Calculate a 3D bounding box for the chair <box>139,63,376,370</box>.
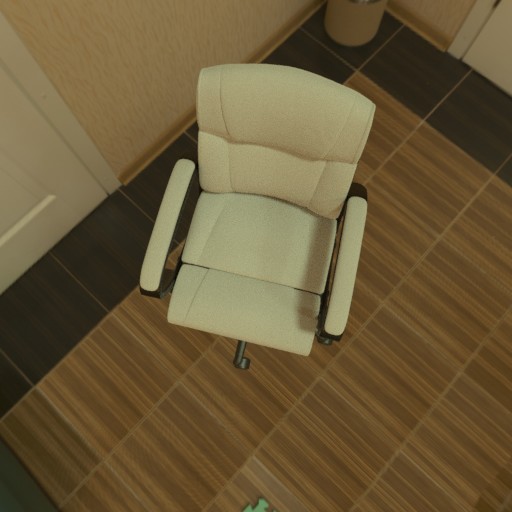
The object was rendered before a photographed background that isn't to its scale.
[{"bbox_3d":[0.000,0.000,1.452,0.739,1.004,0.717,13,75,4],"label":"chair"}]
